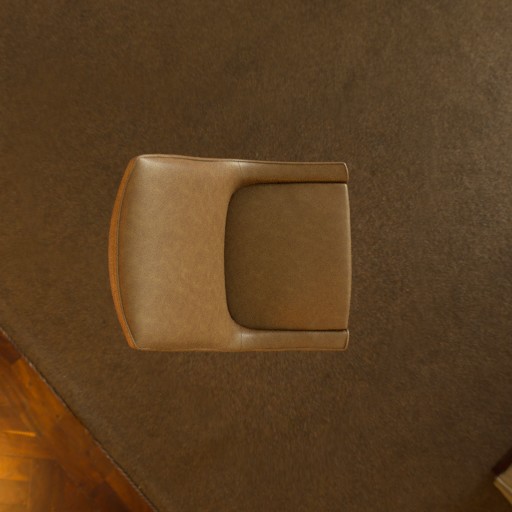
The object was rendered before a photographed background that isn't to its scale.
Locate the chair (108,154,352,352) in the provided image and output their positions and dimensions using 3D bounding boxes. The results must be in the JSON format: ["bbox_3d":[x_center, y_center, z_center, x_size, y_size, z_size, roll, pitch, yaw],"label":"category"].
[{"bbox_3d":[0.000,0.000,1.225,0.544,0.861,0.529,0,89,0],"label":"chair"}]
